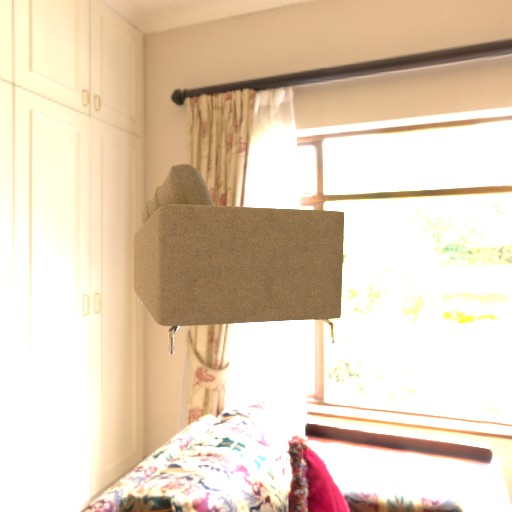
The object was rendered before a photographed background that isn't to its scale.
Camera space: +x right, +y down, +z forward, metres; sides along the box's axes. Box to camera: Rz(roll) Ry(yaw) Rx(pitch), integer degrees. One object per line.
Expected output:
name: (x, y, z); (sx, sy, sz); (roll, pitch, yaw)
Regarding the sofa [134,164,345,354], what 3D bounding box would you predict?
sofa: (0.000, 0.000, 3.239); (1.626, 0.864, 2.438); (0, 0, -18)
